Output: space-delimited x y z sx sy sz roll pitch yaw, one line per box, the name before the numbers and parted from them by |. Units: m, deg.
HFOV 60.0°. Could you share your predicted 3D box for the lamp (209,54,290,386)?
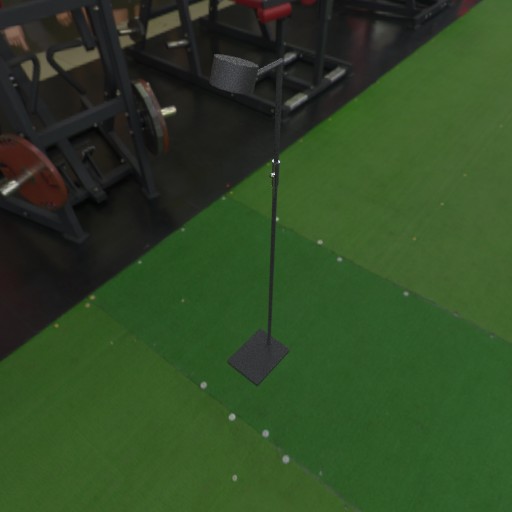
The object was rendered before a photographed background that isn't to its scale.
lamp | 0.000 0.000 1.725 0.203 1.600 0.304 32 55 26
